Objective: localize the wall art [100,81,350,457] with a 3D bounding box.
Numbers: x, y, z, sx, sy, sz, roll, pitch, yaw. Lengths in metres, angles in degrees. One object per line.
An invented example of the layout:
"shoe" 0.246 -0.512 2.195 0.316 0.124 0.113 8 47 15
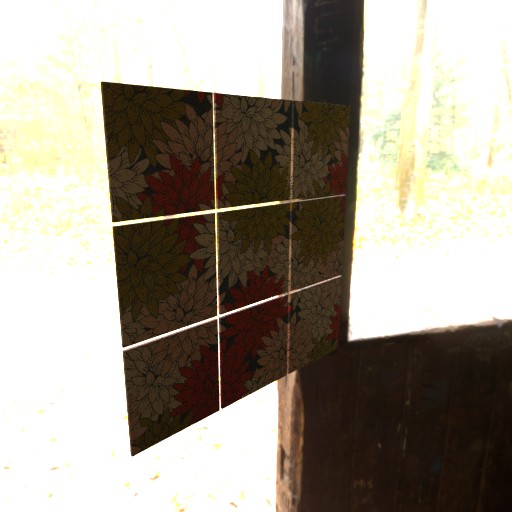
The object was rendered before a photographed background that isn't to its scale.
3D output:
"wall art" 0.000 0.000 1.793 1.206 1.218 0.013 -13 20 -43
